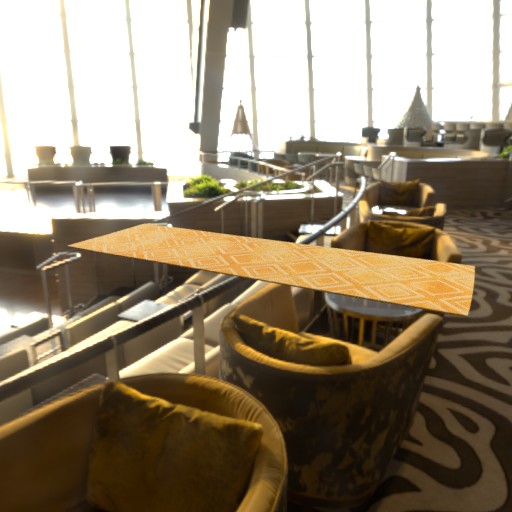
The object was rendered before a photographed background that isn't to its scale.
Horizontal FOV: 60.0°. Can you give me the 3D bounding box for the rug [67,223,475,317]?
[{"bbox_3d":[0.000,0.000,2.740,2.438,0.010,0.775,8,19,26],"label":"rug"}]
